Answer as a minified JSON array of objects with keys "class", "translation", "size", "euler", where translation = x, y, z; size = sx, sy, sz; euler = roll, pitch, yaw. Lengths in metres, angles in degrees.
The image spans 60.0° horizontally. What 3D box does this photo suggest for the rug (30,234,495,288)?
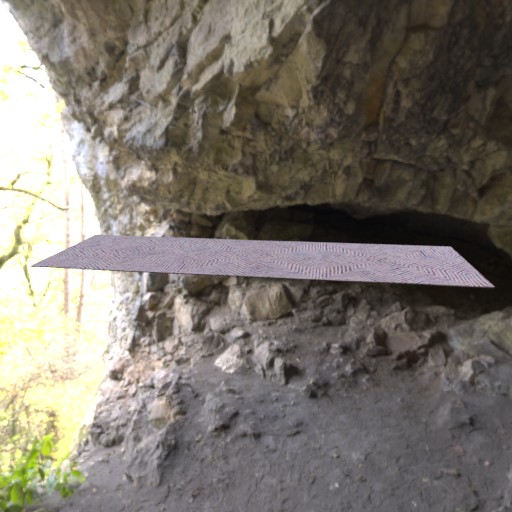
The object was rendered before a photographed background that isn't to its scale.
[{"class":"rug","translation":[0.000,0.000,2.663],"size":[2.443,0.009,0.771],"euler":[2,16,8]}]
